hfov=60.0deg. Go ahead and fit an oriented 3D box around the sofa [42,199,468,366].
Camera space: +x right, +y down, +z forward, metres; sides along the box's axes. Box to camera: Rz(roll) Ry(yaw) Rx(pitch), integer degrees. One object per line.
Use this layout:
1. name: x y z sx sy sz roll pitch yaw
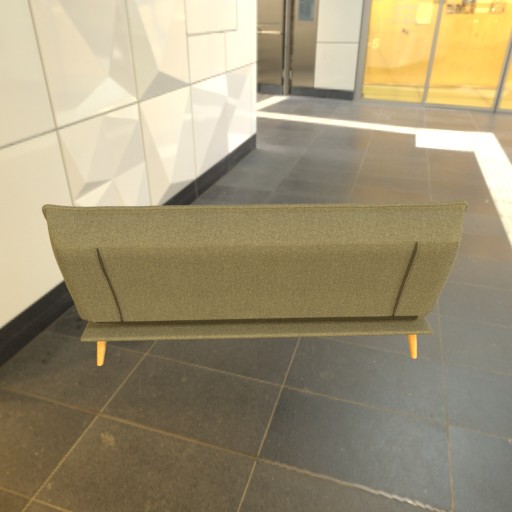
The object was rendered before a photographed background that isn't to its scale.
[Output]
1. sofa: 0.000 0.000 2.477 1.940 0.890 0.950 -1 29 -2
